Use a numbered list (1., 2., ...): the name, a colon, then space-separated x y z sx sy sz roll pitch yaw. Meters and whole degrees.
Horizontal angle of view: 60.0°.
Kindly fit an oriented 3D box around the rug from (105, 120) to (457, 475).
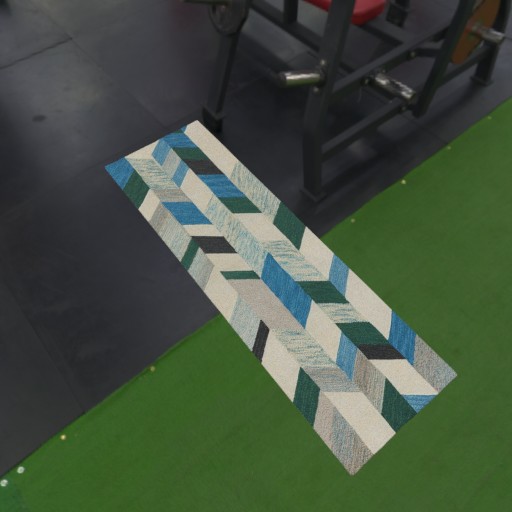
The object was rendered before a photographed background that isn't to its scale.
1. rug: 0.000 0.000 2.676 0.774 0.008 2.437 -33 63 -19
